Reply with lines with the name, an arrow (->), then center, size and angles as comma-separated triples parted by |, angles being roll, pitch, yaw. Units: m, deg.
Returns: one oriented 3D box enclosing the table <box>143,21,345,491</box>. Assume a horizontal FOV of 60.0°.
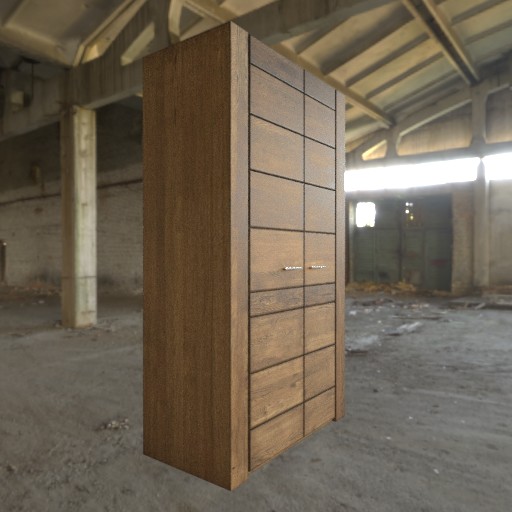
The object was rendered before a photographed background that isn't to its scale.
table -> 0.000, 0.000, 2.490 | 0.600, 2.000, 1.100 | 0, 0, 37
